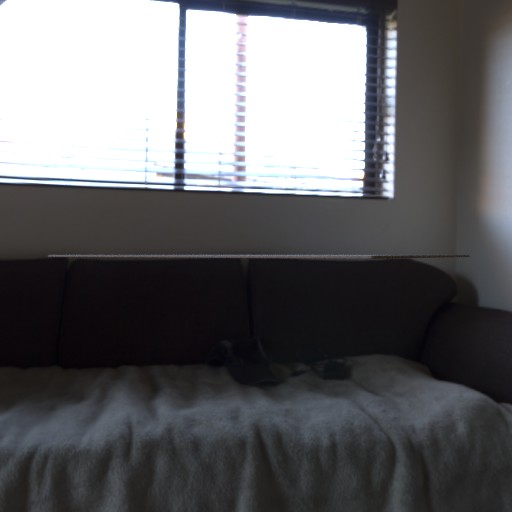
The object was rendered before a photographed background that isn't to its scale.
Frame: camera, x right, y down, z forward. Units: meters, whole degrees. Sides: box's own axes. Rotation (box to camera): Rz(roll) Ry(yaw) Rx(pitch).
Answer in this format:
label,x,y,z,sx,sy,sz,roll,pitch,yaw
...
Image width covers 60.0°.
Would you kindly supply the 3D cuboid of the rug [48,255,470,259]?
label,x,y,z,sx,sy,sz,roll,pitch,yaw
rug,0.000,0.000,2.719,2.115,0.013,1.517,0,0,37
